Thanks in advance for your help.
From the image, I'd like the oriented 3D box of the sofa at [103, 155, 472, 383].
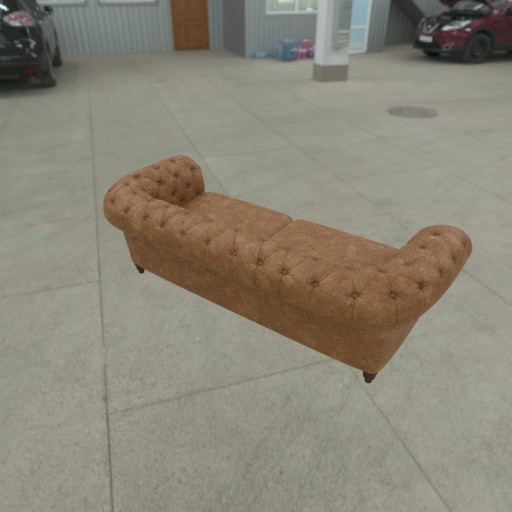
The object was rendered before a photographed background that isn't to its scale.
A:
[{"bbox_3d":[0.000,0.000,2.912,2.365,0.760,0.989,21,37,30],"label":"sofa"}]
